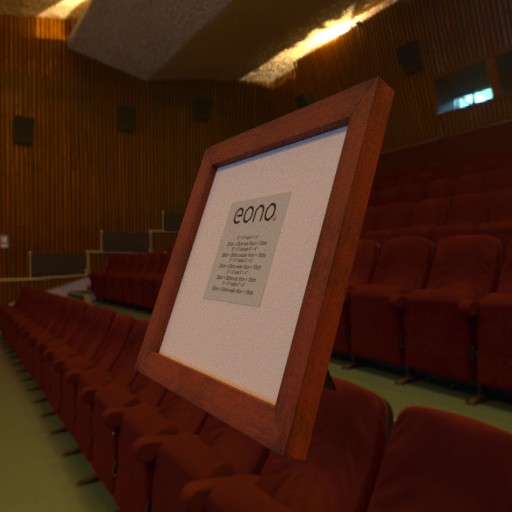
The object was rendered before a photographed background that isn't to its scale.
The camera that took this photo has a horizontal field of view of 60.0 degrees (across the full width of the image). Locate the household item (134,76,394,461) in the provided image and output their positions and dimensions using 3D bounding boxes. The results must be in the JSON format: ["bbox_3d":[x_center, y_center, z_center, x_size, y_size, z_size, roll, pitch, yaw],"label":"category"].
[{"bbox_3d":[0.000,0.000,0.385,0.131,0.240,0.240,0,0,-35],"label":"household item"}]
